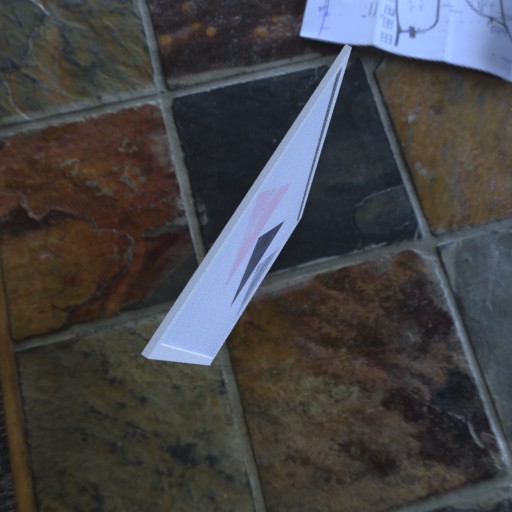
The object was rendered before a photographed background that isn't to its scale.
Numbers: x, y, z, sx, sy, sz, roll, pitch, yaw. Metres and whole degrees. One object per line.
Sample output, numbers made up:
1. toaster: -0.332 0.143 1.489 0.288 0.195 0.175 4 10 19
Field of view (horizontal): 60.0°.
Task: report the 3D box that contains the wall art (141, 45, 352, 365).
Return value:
1. wall art: 0.000 0.000 1.206 0.013 0.940 0.659 31 78 8
